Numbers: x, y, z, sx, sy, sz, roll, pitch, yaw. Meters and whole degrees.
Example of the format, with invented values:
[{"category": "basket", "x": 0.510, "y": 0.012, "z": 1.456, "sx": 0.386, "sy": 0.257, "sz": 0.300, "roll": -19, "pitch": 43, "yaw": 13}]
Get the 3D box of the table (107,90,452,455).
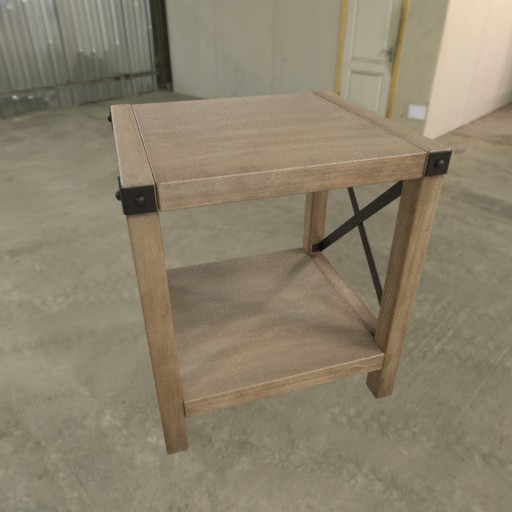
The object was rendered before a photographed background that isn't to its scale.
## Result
[{"category": "table", "x": 0.000, "y": 0.000, "z": 0.943, "sx": 0.510, "sy": 0.561, "sz": 0.459, "roll": -9, "pitch": 33, "yaw": -15}]
